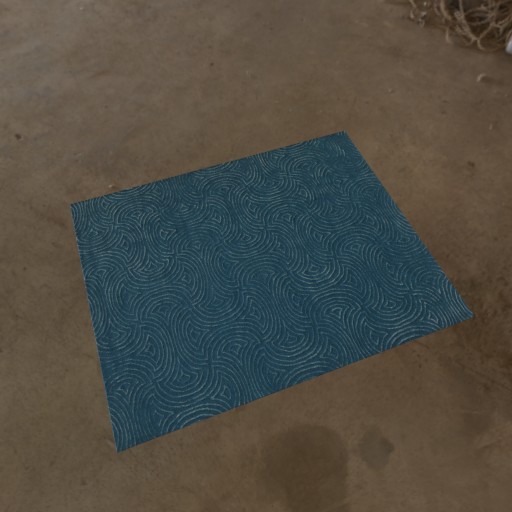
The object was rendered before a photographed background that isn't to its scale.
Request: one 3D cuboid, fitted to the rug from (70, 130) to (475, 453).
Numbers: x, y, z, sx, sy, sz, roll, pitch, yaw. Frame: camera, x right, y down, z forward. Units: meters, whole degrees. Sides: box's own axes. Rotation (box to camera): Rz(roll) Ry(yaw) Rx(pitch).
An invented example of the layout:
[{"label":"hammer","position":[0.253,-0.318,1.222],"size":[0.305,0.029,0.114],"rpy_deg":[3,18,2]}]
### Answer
[{"label":"rug","position":[0.000,0.000,4.069],"size":[3.033,0.012,2.432],"rpy_deg":[-17,59,-11]}]
